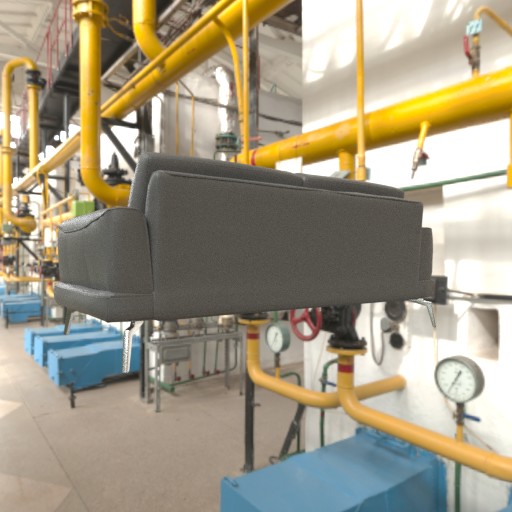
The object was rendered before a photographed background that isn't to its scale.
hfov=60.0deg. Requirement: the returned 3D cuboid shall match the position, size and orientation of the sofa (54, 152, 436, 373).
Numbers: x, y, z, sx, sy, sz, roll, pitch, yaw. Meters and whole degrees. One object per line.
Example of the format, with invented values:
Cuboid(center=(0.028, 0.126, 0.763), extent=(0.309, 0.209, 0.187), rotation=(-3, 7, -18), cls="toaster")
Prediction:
Cuboid(center=(0.000, 0.000, 2.731), extent=(2.177, 0.930, 1.121), rotation=(0, 0, -35), cls="sofa")
